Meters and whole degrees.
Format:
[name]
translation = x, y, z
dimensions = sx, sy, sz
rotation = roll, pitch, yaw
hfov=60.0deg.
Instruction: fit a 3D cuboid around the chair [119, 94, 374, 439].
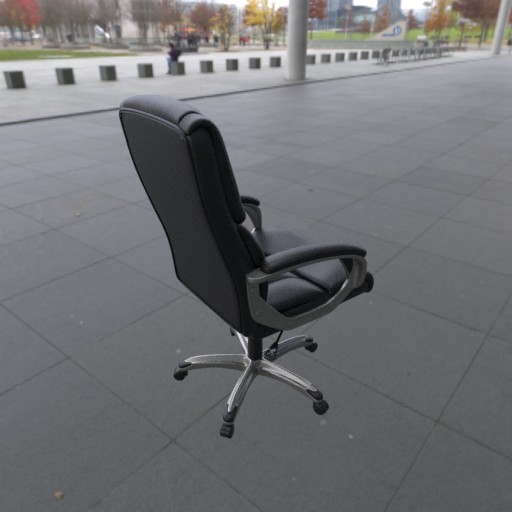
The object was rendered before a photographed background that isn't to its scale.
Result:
[chair]
translation = 0.000, 0.000, 1.625
dimensions = 0.739, 1.155, 0.663
rotation = -18, 32, -31
